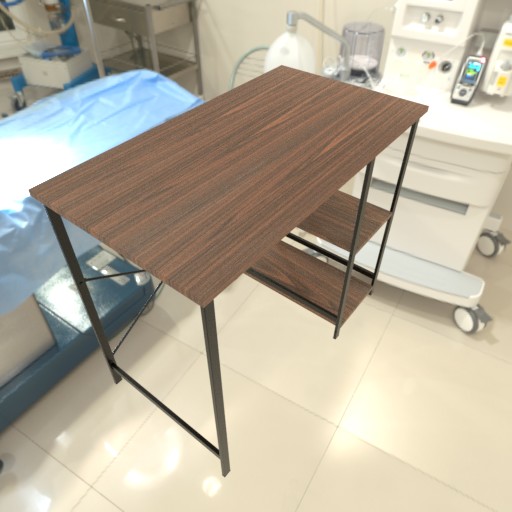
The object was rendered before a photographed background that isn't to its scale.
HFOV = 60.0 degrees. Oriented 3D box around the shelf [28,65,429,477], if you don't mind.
[{"bbox_3d":[0.000,0.000,1.322,0.498,0.750,0.902,28,50,27],"label":"shelf"}]
